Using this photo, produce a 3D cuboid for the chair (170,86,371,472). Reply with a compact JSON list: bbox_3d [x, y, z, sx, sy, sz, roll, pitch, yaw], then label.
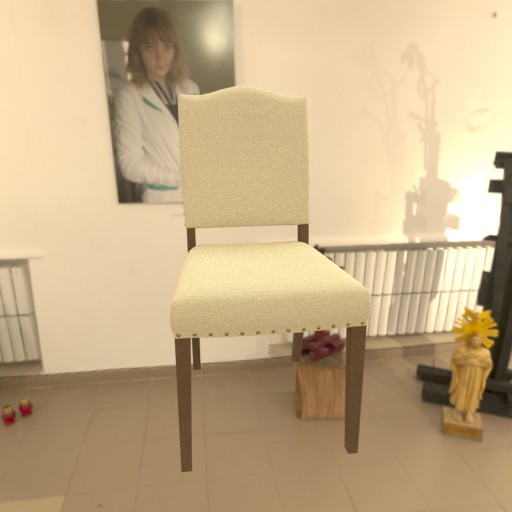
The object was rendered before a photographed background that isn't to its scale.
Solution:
[{"bbox_3d":[0.000,0.000,1.361,0.508,1.015,0.619,-3,17,-8],"label":"chair"}]
